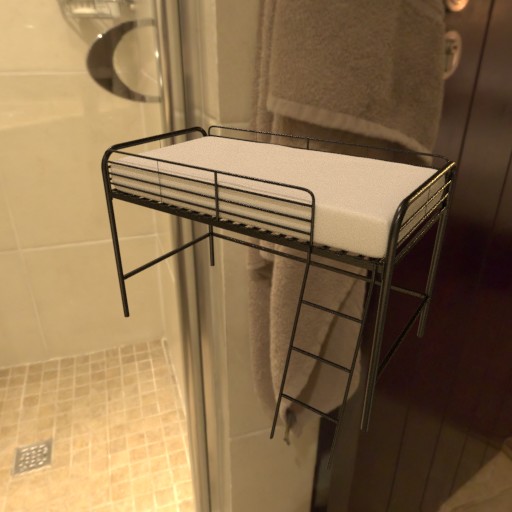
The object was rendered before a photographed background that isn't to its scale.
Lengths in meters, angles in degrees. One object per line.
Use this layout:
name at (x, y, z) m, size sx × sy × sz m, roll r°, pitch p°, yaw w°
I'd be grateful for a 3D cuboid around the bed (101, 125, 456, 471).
bed at (0.000, 0.000, 2.885) m, size 1.968 × 1.289 × 1.393 m, roll 17°, pitch 31°, yaw 31°
